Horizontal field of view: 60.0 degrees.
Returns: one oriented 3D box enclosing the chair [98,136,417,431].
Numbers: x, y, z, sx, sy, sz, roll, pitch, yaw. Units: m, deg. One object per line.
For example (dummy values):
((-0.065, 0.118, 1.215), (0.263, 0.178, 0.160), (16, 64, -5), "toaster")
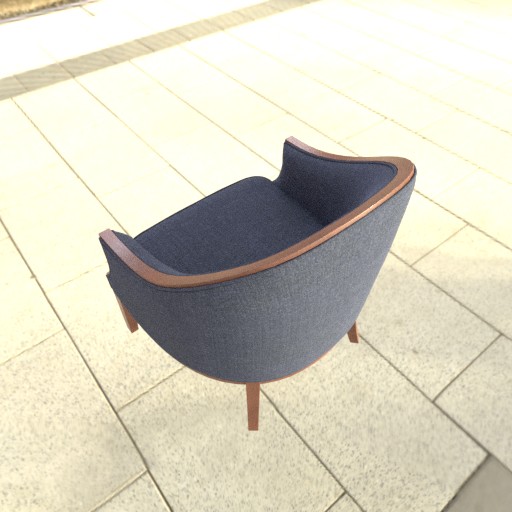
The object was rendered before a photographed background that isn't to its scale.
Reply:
((0.000, 0.000, 1.442), (0.803, 0.876, 0.735), (-33, 56, -26), "chair")
